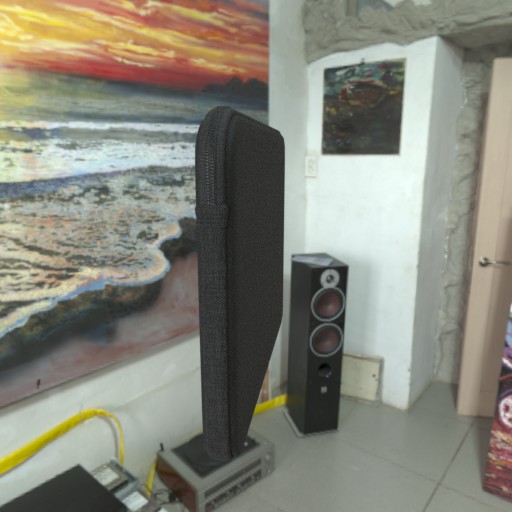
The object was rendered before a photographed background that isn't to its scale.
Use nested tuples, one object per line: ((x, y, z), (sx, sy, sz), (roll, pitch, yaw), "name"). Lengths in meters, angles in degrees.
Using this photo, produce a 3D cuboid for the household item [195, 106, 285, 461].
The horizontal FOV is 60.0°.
((0.000, 0.000, 0.522), (0.030, 0.305, 0.396), (2, 13, 9), "household item")
